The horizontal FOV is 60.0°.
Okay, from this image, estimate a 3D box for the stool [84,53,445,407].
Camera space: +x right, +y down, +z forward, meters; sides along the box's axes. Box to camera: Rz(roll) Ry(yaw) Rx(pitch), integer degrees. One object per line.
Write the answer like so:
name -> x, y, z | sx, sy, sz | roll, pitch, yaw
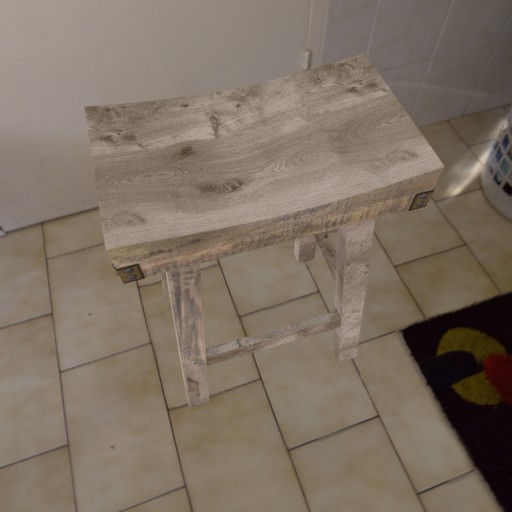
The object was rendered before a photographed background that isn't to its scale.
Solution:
stool -> 0.000, 0.000, 0.878 | 0.450, 0.635, 0.330 | -14, 59, -9
